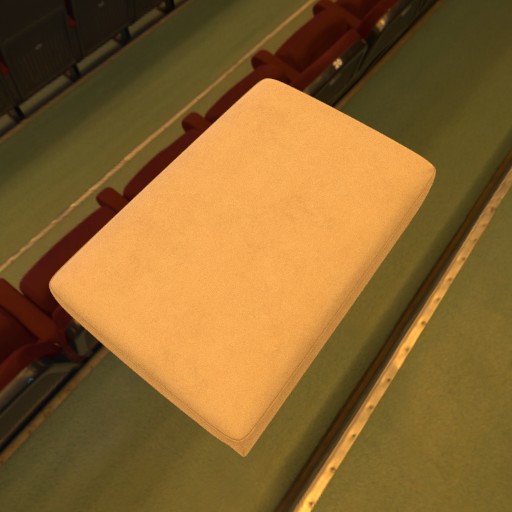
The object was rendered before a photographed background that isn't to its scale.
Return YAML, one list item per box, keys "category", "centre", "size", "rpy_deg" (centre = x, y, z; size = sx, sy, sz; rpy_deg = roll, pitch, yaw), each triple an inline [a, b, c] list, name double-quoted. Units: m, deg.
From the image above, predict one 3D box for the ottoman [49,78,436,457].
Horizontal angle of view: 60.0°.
- category: "ottoman"
  centre: [0.000, 0.000, 1.224]
  size: [0.584, 0.483, 0.864]
  rpy_deg: [34, 68, 16]
